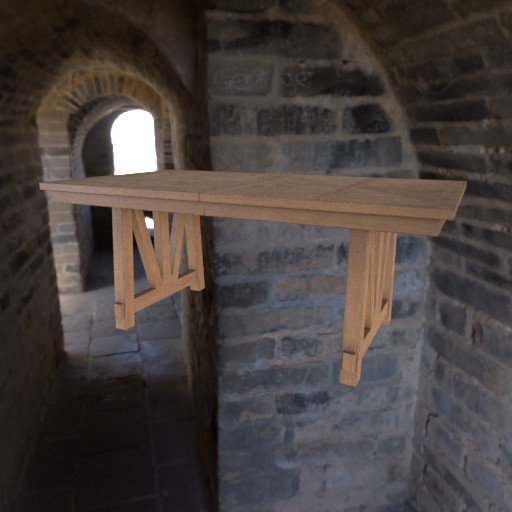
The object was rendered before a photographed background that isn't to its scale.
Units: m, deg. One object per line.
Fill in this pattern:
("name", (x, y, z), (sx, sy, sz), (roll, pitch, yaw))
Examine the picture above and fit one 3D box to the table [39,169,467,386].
("table", (0.000, 0.000, 2.315), (1.881, 0.768, 1.016), (7, 17, 26))
